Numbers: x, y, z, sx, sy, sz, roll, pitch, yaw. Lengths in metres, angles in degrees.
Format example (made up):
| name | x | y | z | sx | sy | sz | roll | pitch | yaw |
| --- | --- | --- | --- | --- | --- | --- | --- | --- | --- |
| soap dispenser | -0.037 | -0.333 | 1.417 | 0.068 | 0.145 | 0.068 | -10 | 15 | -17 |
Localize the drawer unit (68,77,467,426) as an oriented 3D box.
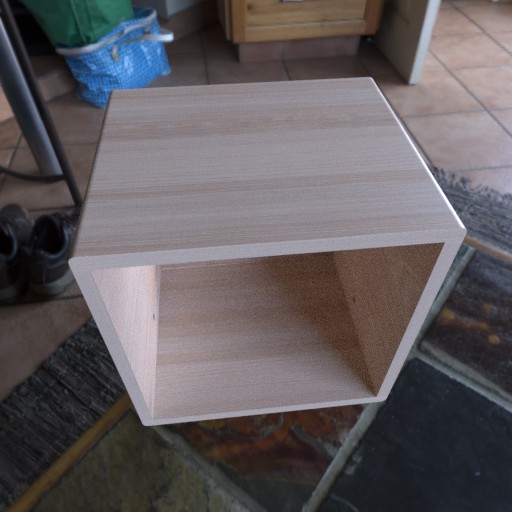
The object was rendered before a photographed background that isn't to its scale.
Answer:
| name | x | y | z | sx | sy | sz | roll | pitch | yaw |
| --- | --- | --- | --- | --- | --- | --- | --- | --- | --- |
| drawer unit | 0.000 | 0.000 | 0.599 | 0.344 | 0.344 | 0.290 | -4 | 47 | -4 |
